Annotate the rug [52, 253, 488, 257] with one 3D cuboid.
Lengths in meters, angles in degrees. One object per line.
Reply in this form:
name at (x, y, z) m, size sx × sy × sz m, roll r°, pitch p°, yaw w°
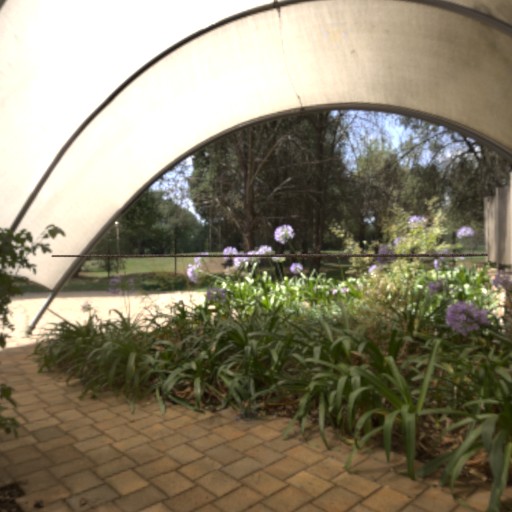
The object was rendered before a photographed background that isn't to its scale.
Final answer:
rug at (0.000, 0.000, 2.564) m, size 2.296 × 0.011 × 0.691 m, roll 0°, pitch 0°, yaw 18°
